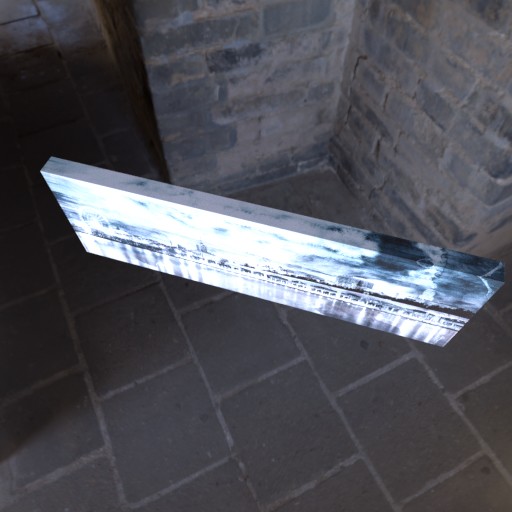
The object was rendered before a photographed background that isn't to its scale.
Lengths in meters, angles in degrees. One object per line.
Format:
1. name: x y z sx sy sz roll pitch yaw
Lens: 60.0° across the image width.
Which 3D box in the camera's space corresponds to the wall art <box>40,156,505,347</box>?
1. wall art: 0.000 0.000 0.812 0.759 0.251 0.037 14 58 9
